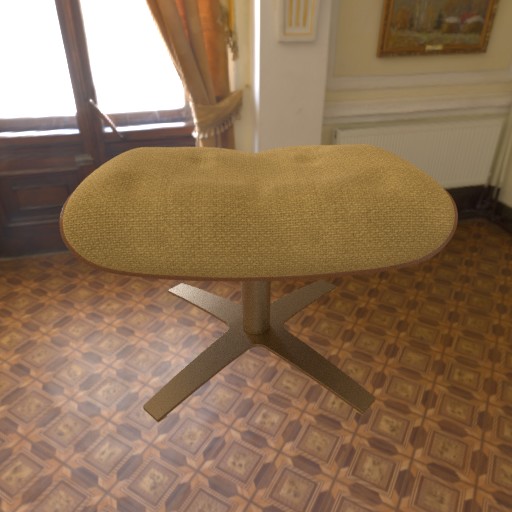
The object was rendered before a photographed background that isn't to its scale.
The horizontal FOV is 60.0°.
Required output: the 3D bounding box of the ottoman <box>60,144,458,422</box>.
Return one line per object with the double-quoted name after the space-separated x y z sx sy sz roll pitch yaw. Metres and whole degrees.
0.000 0.000 0.798 0.520 0.391 0.394 -1 31 -2 "ottoman"
